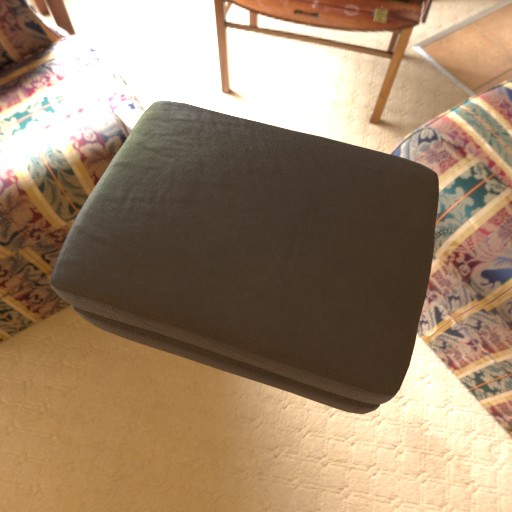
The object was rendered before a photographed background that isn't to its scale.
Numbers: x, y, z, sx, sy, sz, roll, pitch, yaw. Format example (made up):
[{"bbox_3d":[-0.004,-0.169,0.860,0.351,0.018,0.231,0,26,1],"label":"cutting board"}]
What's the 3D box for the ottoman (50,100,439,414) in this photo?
[{"bbox_3d":[0.000,0.000,1.287,0.887,0.529,0.659,16,65,8],"label":"ottoman"}]
